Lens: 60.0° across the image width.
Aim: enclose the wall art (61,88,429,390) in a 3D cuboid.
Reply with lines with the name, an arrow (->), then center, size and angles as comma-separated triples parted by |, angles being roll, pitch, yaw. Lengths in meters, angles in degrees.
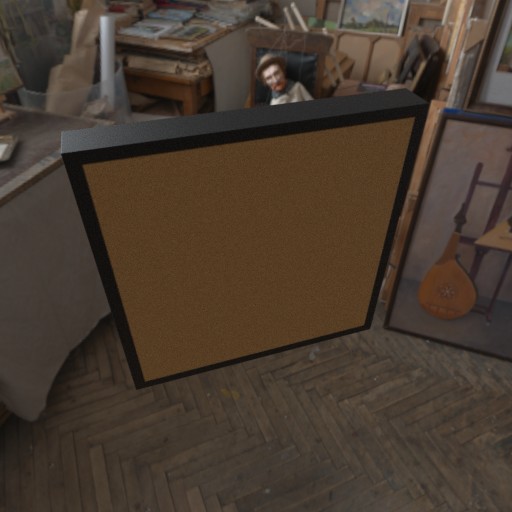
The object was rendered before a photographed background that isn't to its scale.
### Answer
wall art -> 0.000, 0.000, 0.463 | 0.304, 0.304, 0.038 | -12, 42, -13
